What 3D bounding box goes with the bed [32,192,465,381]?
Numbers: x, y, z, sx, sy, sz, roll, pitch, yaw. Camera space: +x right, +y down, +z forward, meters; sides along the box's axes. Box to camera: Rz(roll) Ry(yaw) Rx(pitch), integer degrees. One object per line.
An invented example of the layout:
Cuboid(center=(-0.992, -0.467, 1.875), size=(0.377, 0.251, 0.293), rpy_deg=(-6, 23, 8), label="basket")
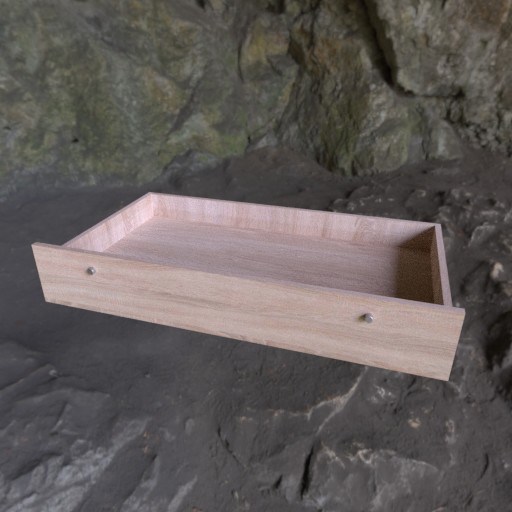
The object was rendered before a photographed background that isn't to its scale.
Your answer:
Cuboid(center=(0.000, 0.000, 1.490), size=(1.200, 0.209, 0.685), rpy_deg=(8, 28, 16), label="bed")
